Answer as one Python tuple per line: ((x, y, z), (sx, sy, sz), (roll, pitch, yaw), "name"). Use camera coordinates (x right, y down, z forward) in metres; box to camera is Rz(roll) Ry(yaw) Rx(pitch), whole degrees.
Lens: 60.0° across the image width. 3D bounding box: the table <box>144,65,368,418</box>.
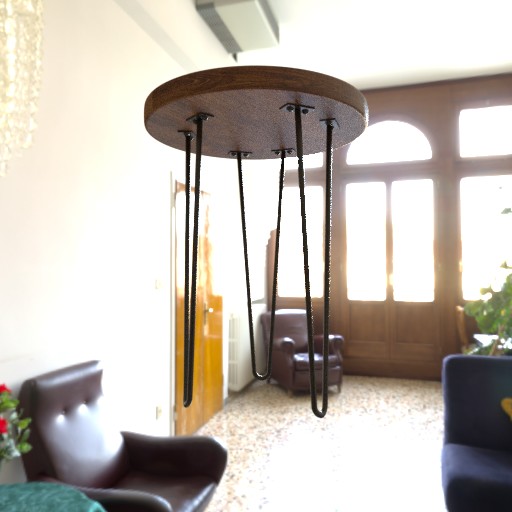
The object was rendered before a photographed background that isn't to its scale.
((0.000, 0.000, 0.807), (0.400, 0.520, 0.400), (0, -2, 0), "table")
